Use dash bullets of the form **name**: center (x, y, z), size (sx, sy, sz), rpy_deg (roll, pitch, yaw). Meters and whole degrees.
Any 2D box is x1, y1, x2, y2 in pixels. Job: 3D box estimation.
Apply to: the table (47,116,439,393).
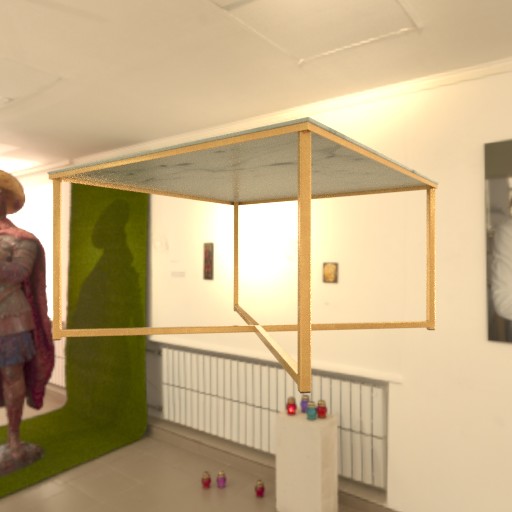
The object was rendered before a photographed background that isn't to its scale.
- **table**: center (0.000, 0.000, 1.270), size (0.800, 0.450, 0.800), rpy_deg (0, 0, 36)
